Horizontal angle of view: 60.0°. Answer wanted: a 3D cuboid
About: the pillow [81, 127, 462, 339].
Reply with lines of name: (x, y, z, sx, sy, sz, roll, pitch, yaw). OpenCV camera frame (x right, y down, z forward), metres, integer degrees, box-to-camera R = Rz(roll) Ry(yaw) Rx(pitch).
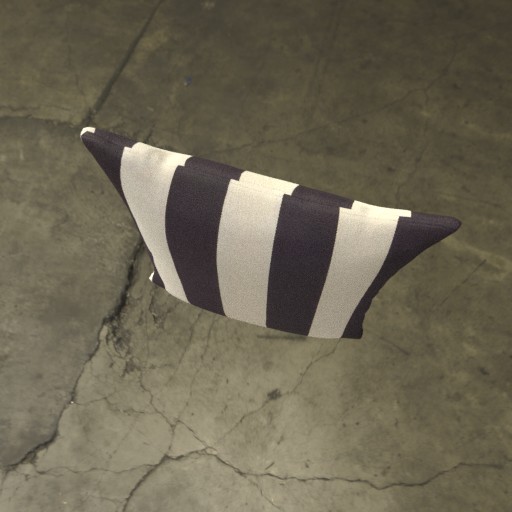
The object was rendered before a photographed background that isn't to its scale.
pillow: (0.000, 0.000, 0.819, 0.536, 0.526, 0.189, 14, 65, 7)
